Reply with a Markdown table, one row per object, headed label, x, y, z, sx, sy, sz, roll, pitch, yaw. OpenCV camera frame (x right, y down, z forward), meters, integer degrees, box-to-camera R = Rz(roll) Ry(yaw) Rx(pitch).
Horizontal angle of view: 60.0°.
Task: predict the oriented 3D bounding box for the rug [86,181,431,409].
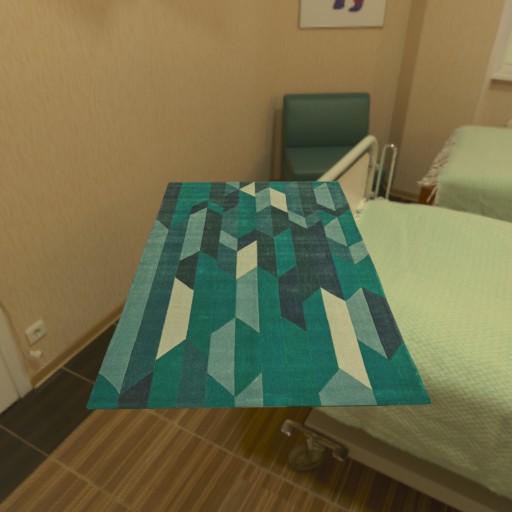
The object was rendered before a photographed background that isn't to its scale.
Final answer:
| label | x | y | z | sx | sy | sz | roll | pitch | yaw |
| --- | --- | --- | --- | --- | --- | --- | --- | --- | --- |
| rug | 0.000 | 0.000 | 2.956 | 1.528 | 0.005 | 2.420 | 0 | 33 | -1 |
